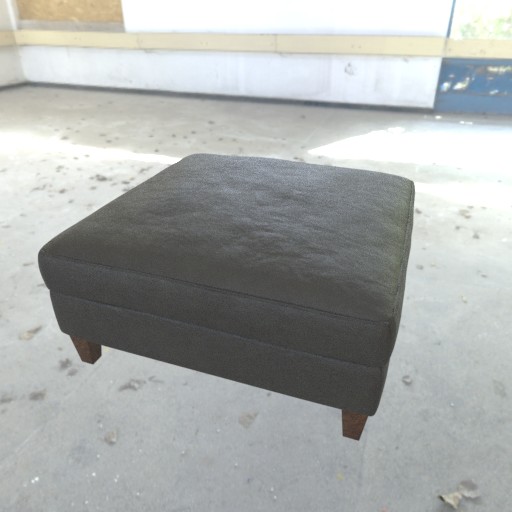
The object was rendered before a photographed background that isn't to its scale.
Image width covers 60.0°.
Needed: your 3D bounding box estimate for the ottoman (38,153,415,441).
[{"bbox_3d":[0.000,0.000,1.315,0.844,0.415,0.836,10,31,17],"label":"ottoman"}]
